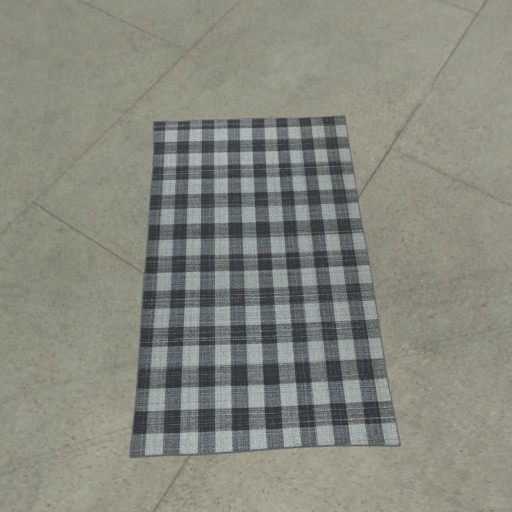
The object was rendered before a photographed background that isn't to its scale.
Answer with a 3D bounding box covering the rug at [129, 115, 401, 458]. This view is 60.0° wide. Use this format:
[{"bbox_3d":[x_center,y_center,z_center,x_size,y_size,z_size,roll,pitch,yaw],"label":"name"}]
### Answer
[{"bbox_3d":[0.000,0.000,3.045,1.554,0.011,2.476,-2,64,-1],"label":"rug"}]
